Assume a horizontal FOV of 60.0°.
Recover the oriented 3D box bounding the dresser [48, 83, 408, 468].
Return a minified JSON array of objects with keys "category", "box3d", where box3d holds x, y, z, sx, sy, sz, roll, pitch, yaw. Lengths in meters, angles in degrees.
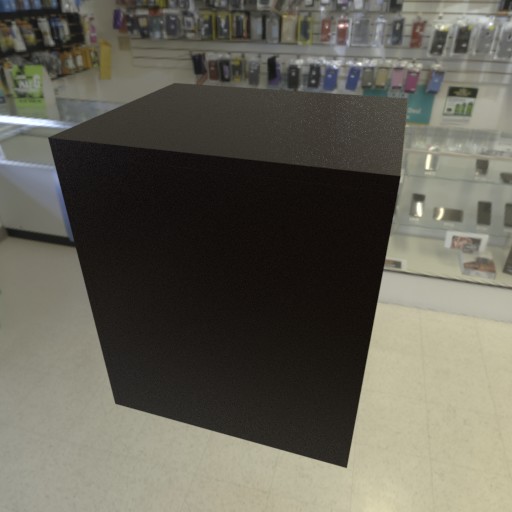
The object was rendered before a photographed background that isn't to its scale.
[{"category":"dresser","box3d":[0.000,0.000,0.741,0.400,0.470,0.360,9,33,15]}]
